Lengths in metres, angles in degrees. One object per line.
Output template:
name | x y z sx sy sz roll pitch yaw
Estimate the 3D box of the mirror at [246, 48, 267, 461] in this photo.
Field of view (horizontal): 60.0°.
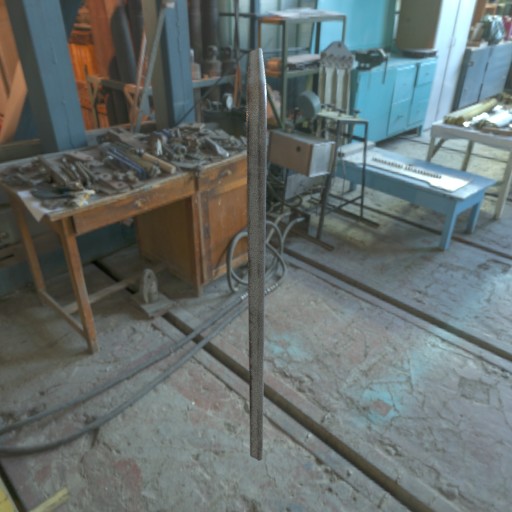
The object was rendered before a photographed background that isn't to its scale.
mirror | 0.000 0.000 0.874 0.024 0.713 0.461 0 31 0
